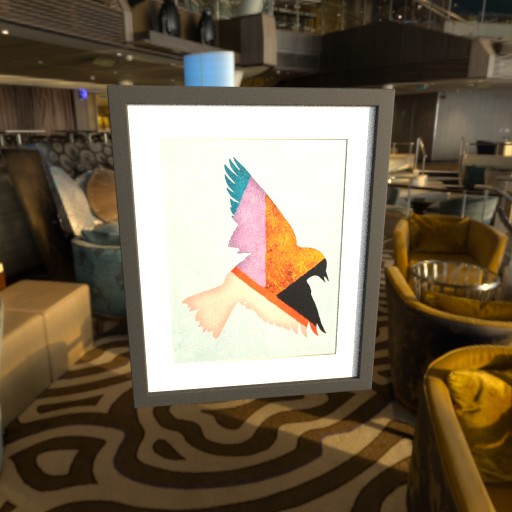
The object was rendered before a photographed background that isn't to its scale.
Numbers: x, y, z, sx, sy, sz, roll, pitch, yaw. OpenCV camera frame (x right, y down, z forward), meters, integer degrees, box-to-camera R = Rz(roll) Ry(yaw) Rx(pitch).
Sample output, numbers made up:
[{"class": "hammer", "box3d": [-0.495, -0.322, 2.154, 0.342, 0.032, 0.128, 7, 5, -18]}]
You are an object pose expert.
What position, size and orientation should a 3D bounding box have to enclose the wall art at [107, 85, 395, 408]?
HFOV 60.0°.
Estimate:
[{"class": "wall art", "box3d": [0.000, 0.000, 0.783, 0.457, 0.558, 0.028, -2, 16, -8]}]
